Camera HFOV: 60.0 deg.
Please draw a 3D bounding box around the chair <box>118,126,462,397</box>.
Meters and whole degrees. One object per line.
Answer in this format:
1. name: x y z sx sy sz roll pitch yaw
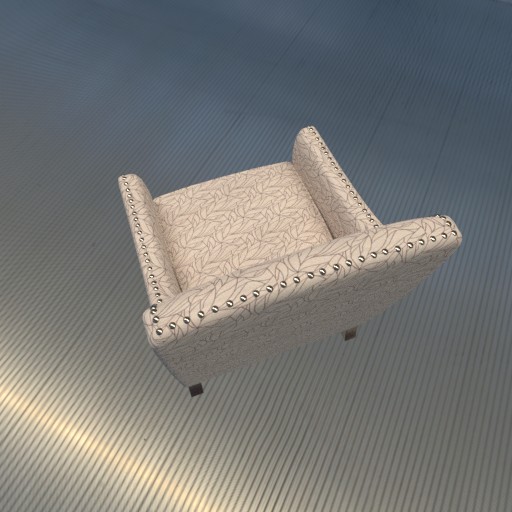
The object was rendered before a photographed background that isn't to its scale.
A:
1. chair: 0.000 0.000 1.269 0.623 0.816 0.651 -17 60 -11
